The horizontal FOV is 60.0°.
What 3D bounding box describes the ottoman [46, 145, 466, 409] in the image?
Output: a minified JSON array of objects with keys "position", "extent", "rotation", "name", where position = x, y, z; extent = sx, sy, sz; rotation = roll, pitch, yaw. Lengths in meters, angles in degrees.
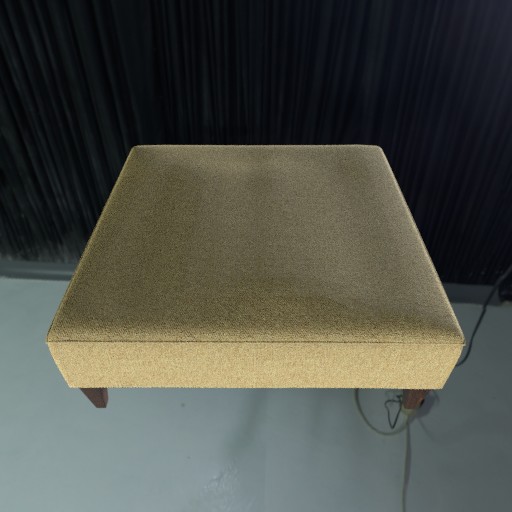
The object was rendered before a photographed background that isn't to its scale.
[{"position":[0.000,0.000,1.471],"extent":[0.981,0.378,0.970],"rotation":[0,41,0],"name":"ottoman"}]
